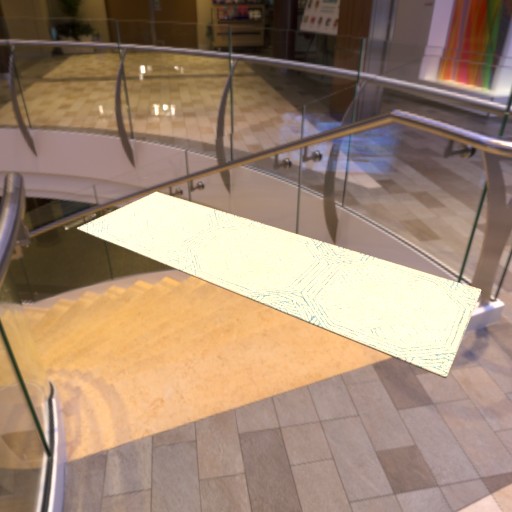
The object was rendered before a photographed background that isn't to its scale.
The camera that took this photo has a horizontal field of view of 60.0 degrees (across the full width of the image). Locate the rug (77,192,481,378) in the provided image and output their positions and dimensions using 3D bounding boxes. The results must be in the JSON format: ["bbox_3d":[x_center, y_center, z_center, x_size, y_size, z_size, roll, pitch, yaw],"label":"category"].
[{"bbox_3d":[0.000,0.000,2.732,2.452,0.012,0.775,19,36,28],"label":"rug"}]
